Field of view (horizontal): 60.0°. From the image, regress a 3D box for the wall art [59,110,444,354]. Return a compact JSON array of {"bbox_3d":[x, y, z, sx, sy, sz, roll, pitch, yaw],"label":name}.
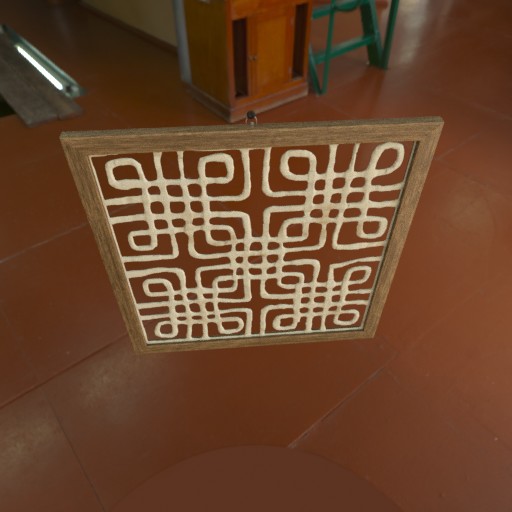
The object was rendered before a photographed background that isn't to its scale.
[{"bbox_3d":[0.000,0.000,0.841,0.561,0.582,0.021,-3,45,-3],"label":"wall art"}]
